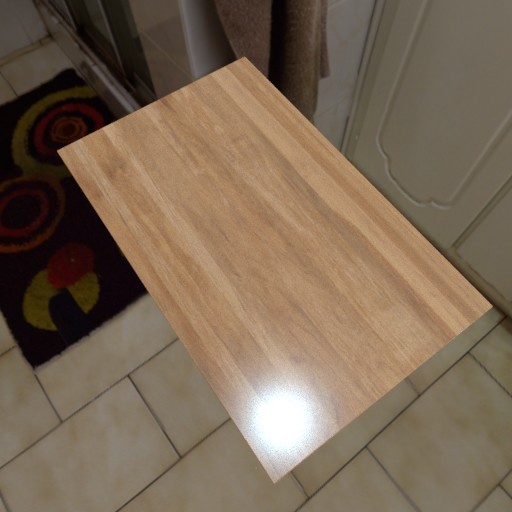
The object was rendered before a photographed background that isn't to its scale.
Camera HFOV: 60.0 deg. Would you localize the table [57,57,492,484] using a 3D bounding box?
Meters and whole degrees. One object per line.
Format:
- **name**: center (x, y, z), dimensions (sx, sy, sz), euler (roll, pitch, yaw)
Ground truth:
- **table**: center (0.000, 0.000, 1.429), dimensions (0.692, 0.441, 1.100), euler (-33, 69, -15)
